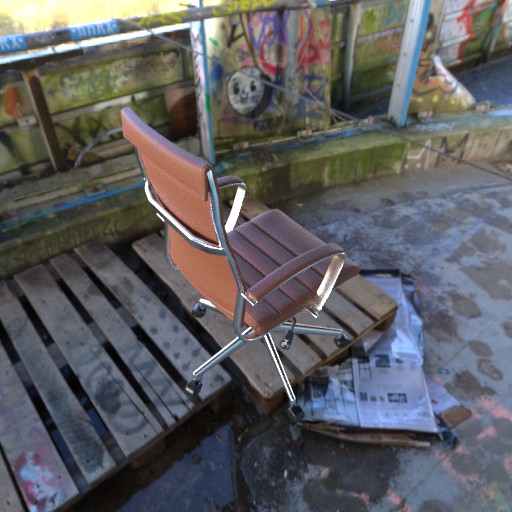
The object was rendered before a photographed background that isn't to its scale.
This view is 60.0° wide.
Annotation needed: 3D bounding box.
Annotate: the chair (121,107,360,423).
[{"bbox_3d":[0.000,0.000,1.647,0.739,1.149,0.766,-27,47,-28],"label":"chair"}]
